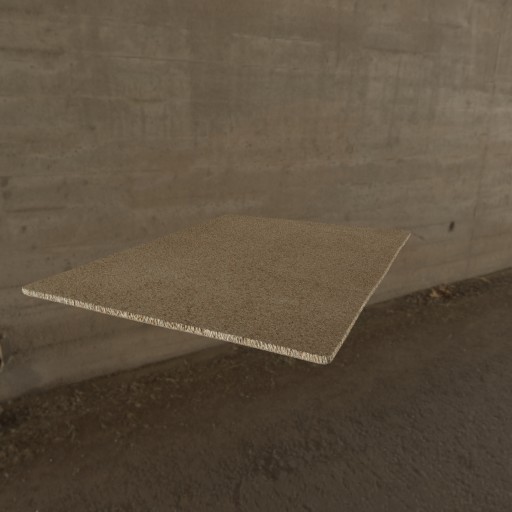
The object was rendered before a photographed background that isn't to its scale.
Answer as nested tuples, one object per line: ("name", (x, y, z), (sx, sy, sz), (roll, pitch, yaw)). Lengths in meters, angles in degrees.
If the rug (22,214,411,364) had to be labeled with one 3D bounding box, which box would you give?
("rug", (0.000, 0.000, 2.095), (1.199, 0.025, 1.600), (8, 18, 25))
